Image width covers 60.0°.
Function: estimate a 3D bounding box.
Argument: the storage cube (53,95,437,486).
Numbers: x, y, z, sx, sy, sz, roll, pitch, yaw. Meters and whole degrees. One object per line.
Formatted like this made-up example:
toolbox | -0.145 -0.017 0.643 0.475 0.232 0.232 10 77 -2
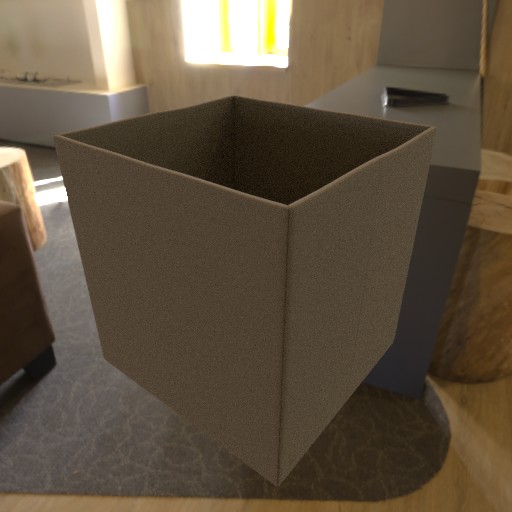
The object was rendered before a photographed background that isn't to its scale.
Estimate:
storage cube | 0.000 0.000 0.493 0.270 0.280 0.270 22 37 33
